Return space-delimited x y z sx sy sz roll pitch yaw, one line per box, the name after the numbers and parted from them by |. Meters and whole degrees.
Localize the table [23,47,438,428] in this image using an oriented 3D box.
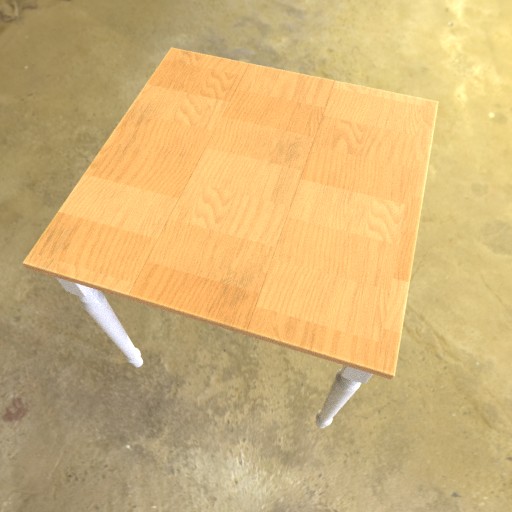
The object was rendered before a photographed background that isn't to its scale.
0.000 0.000 1.330 0.747 0.738 0.747 15 60 9 | table
